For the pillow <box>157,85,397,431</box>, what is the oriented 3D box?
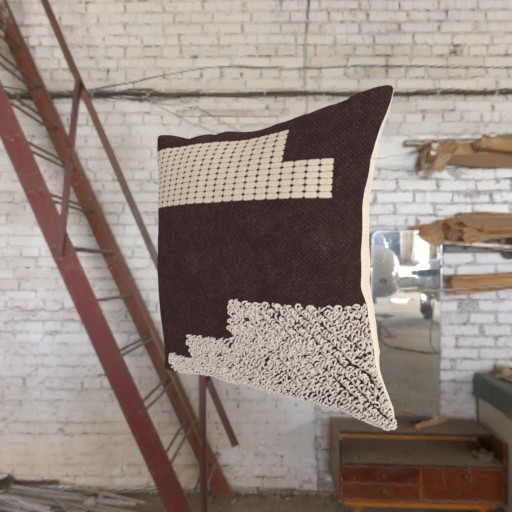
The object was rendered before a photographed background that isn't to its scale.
[{"bbox_3d":[0.000,0.000,0.736,0.475,0.473,0.178,0,0,37],"label":"pillow"}]
